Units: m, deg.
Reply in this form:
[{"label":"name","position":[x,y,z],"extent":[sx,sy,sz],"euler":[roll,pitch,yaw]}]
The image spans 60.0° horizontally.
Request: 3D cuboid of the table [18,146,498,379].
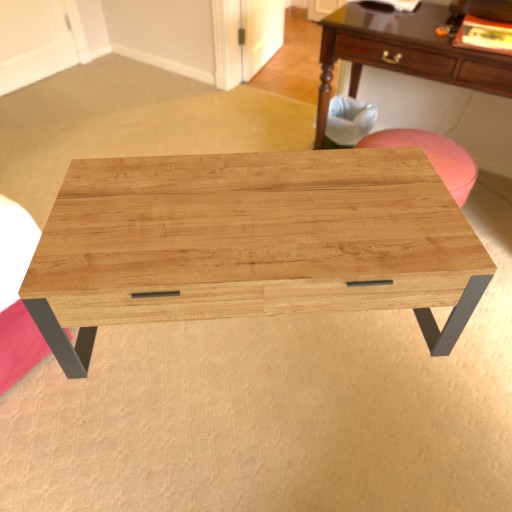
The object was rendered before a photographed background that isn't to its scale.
[{"label":"table","position":[0.000,0.000,1.428],"extent":[1.180,0.400,0.590],"euler":[-3,45,-3]}]
